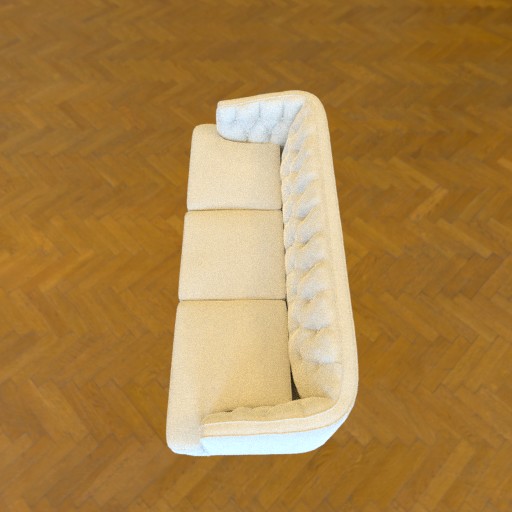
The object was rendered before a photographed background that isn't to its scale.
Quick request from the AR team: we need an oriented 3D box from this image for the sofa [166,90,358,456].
[{"bbox_3d":[0.000,0.000,2.793,0.941,0.855,2.278,0,59,0],"label":"sofa"}]
